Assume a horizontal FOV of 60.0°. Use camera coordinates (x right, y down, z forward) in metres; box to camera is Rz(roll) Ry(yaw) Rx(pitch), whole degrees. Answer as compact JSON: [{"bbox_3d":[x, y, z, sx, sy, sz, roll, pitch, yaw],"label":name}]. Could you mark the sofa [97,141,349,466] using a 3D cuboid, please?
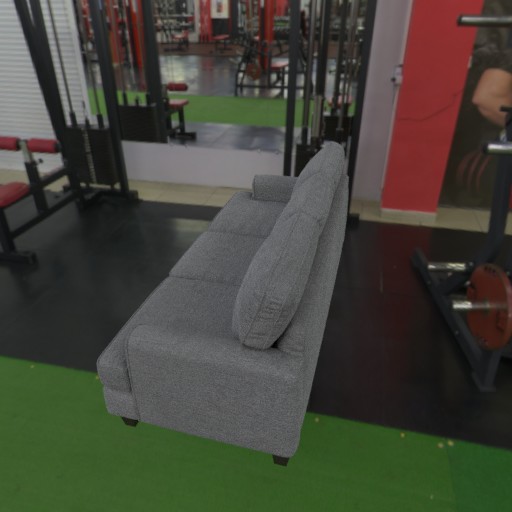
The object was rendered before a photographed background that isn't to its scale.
[{"bbox_3d":[0.000,0.000,2.750,0.951,0.965,2.158,8,31,13],"label":"sofa"}]
